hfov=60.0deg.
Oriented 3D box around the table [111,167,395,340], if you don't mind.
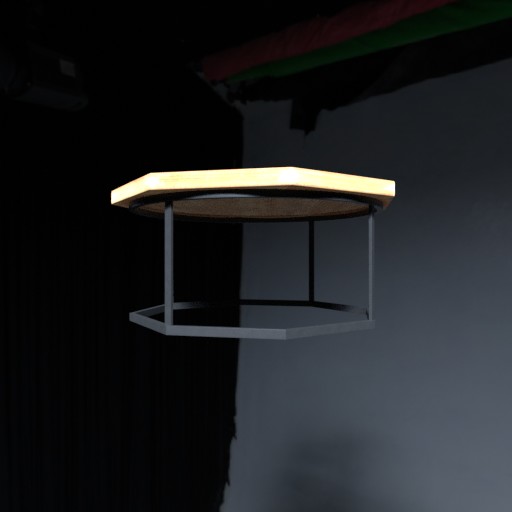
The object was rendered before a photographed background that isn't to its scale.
[{"bbox_3d":[0.000,0.000,1.601,1.002,0.444,1.002,0,0,0],"label":"table"}]
